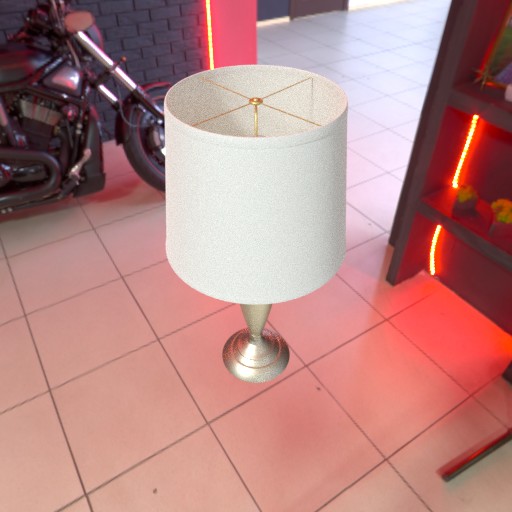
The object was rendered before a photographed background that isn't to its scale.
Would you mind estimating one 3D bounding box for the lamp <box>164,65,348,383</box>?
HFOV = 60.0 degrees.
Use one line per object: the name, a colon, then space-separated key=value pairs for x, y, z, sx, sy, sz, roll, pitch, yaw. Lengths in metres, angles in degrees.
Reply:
lamp: x=0.000 y=0.000 z=0.845 sx=0.328 sy=0.619 sz=0.328 roll=0 pitch=42 yaw=0
